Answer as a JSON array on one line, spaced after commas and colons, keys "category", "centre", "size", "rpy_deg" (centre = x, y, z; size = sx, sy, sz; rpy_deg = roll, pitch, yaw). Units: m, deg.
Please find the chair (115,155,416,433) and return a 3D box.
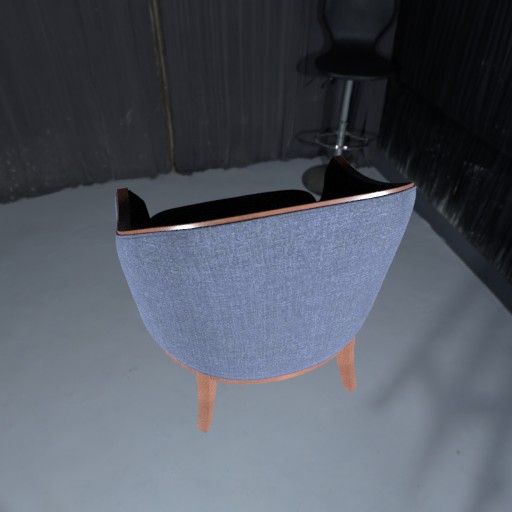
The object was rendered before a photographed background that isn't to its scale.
[{"category": "chair", "centre": [0.000, 0.000, 1.412], "size": [0.803, 0.876, 0.735], "rpy_deg": [-11, 43, -12]}]
